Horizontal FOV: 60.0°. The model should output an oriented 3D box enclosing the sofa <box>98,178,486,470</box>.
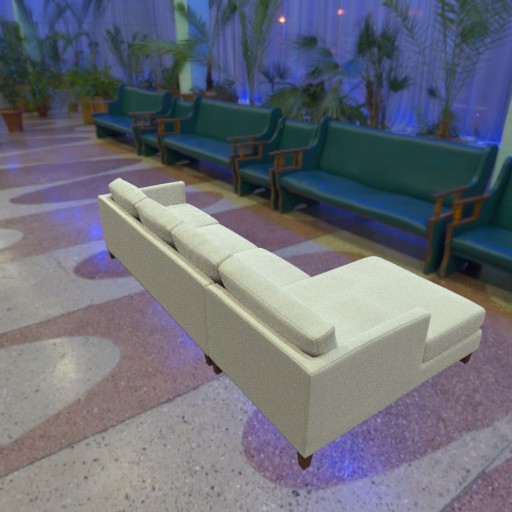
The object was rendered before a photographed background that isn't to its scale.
[{"bbox_3d":[0.000,0.000,3.737,1.625,0.861,3.186,-17,31,-31],"label":"sofa"}]
